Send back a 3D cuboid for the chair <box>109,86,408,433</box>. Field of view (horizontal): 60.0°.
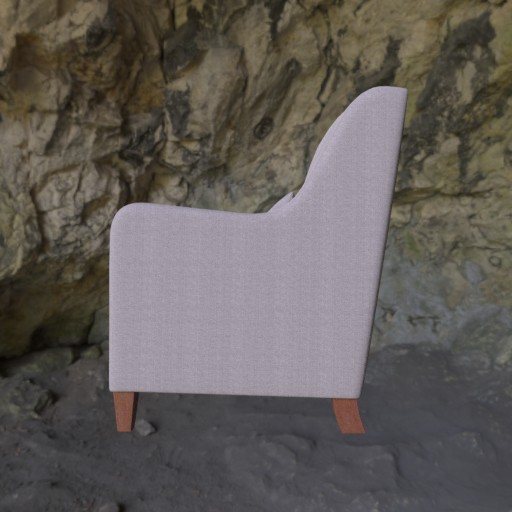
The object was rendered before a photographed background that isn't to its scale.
[{"bbox_3d":[0.000,0.000,1.606,0.890,1.017,0.715,0,-1,1],"label":"chair"}]
